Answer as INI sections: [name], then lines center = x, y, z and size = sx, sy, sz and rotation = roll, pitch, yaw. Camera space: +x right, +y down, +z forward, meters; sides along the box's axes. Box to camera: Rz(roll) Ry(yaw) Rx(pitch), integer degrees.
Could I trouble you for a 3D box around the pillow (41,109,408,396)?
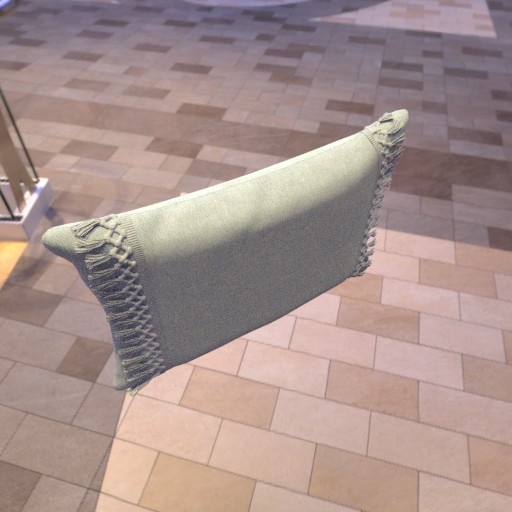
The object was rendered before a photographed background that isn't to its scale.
[pillow]
center = 0.000, 0.000, 0.598
size = 0.466, 0.305, 0.084
rotation = -23, 50, -21
